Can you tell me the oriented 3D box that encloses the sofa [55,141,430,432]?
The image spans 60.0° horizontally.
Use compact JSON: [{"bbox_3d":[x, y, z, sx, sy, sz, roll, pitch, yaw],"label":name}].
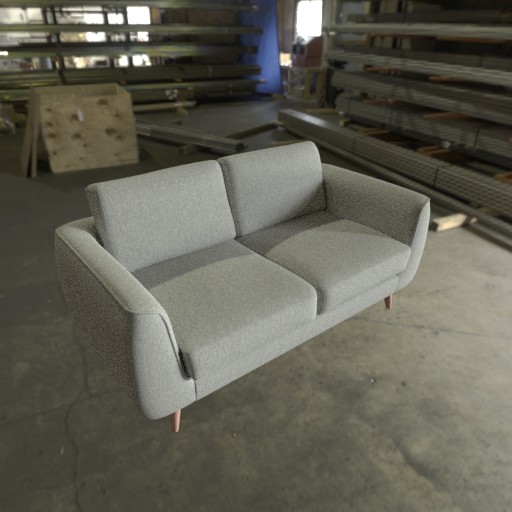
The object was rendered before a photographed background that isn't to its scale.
[{"bbox_3d":[0.000,0.000,2.207,1.700,0.850,0.920,-20,34,-33],"label":"sofa"}]
